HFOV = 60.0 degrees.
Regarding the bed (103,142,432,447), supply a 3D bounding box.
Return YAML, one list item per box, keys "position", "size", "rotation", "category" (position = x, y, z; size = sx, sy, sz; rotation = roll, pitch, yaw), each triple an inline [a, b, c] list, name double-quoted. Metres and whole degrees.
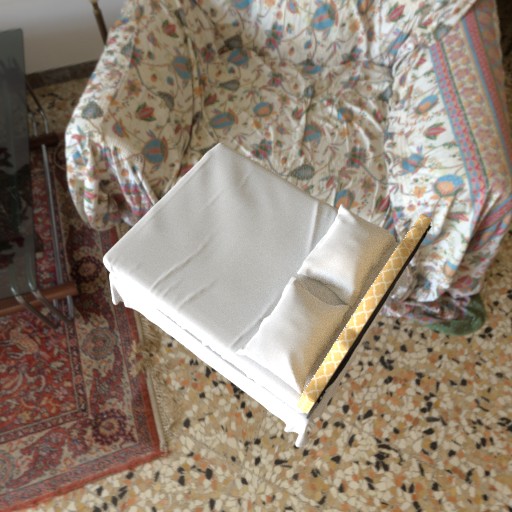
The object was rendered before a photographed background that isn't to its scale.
- position: [0.000, 0.000, 3.512]
  size: [2.222, 1.633, 1.780]
  rotation: [33, 66, 16]
  category: "bed"
